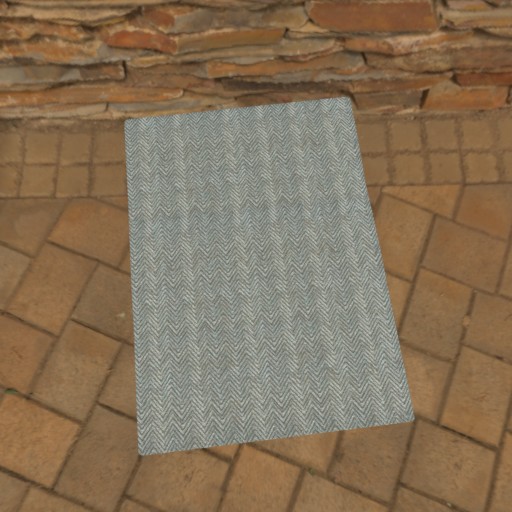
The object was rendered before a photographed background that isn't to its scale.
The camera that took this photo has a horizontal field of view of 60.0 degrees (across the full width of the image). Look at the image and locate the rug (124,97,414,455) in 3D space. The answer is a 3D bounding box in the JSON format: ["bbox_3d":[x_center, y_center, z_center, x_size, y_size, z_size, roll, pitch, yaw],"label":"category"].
[{"bbox_3d":[0.000,0.000,5.132,2.894,0.011,3.957,-6,74,-2],"label":"rug"}]
